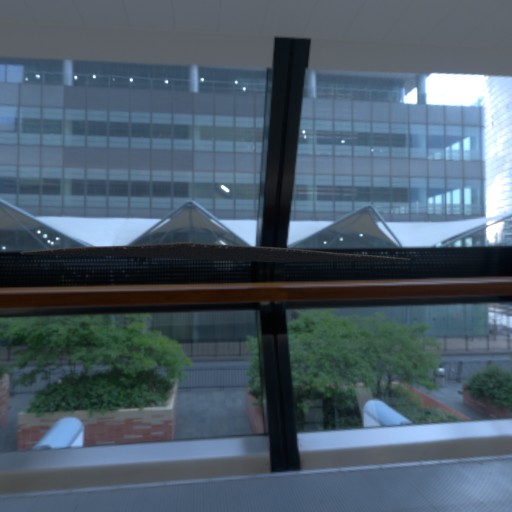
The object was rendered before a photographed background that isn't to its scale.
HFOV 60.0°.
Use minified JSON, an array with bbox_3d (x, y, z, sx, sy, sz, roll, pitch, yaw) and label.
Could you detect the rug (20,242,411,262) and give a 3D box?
[{"bbox_3d":[0.000,0.000,3.606,1.522,0.034,3.032,-2,-3,37],"label":"rug"}]
